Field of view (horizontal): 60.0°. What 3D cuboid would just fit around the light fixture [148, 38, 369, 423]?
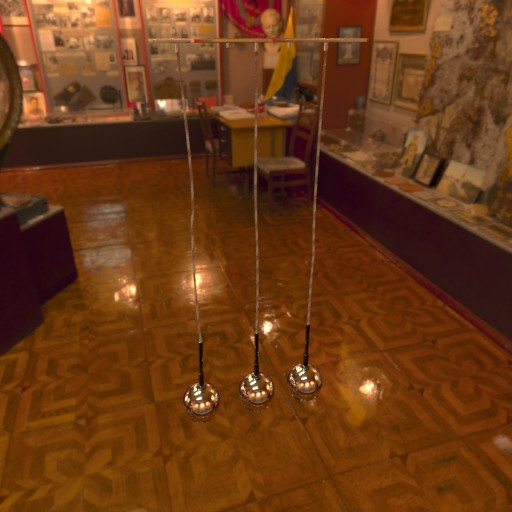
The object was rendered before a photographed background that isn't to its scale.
[{"bbox_3d":[0.000,0.000,1.598,0.623,1.408,0.188,-7,28,-14],"label":"light fixture"}]
